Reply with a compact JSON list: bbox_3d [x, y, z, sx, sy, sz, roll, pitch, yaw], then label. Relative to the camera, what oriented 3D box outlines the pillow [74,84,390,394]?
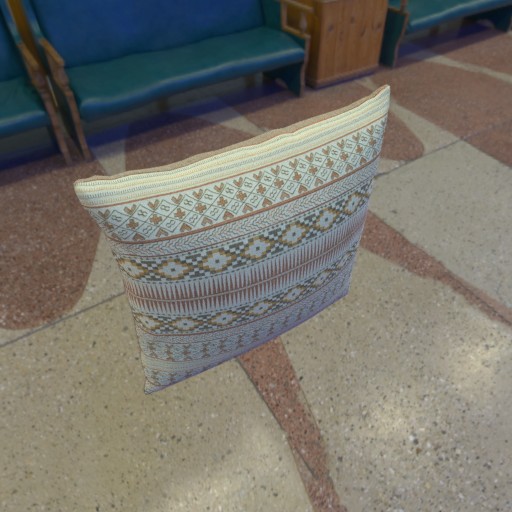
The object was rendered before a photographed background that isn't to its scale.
[{"bbox_3d":[0.000,0.000,0.804,0.521,0.519,0.215,-23,49,-22],"label":"pillow"}]
